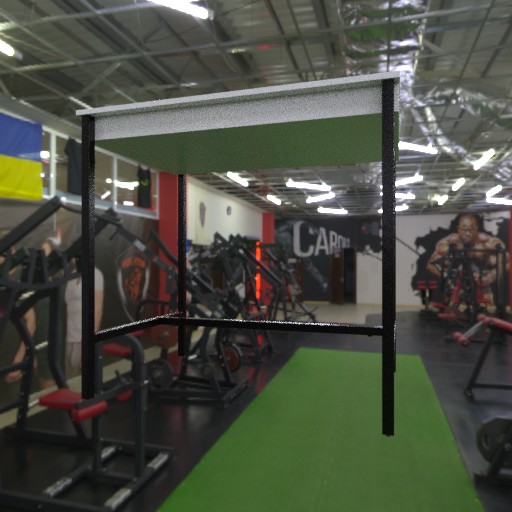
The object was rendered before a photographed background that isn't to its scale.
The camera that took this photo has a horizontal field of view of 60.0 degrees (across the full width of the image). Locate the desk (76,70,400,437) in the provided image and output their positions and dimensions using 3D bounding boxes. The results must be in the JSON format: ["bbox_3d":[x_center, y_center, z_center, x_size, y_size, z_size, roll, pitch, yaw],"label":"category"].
[{"bbox_3d":[0.000,0.000,1.314,0.811,0.766,0.573,0,0,18],"label":"desk"}]
